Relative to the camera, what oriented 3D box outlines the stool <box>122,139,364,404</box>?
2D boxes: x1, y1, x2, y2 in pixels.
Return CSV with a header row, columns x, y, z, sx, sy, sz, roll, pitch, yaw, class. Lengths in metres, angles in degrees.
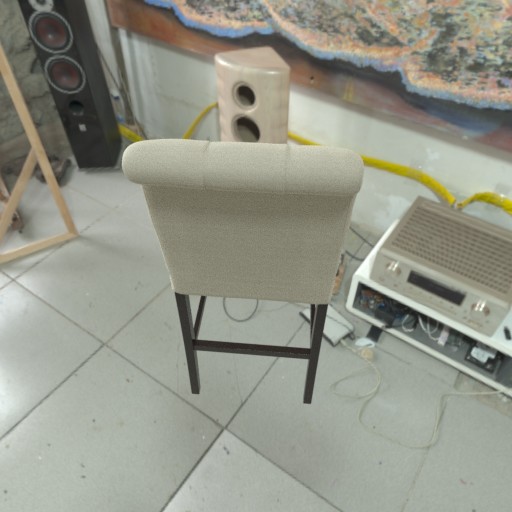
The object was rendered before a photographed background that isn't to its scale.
x,y,z,sx,sy,sz,roll,pitch,yaw,class
0.000,0.000,1.425,0.482,1.118,0.610,4,46,4,stool
